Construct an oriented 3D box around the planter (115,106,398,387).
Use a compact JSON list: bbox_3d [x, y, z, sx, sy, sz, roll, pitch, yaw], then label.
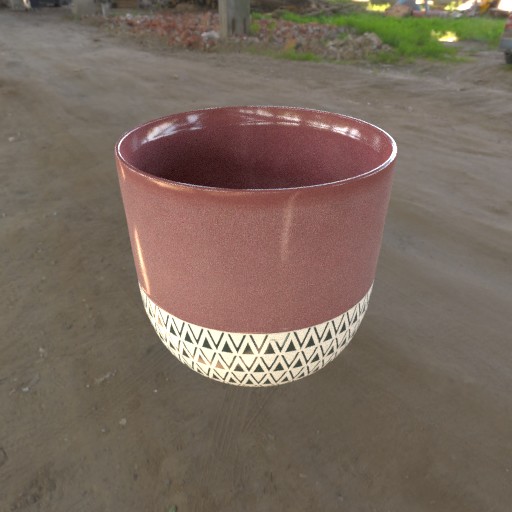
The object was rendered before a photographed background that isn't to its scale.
[{"bbox_3d":[0.000,0.000,0.500,0.266,0.270,0.266,0,31,0],"label":"planter"}]
